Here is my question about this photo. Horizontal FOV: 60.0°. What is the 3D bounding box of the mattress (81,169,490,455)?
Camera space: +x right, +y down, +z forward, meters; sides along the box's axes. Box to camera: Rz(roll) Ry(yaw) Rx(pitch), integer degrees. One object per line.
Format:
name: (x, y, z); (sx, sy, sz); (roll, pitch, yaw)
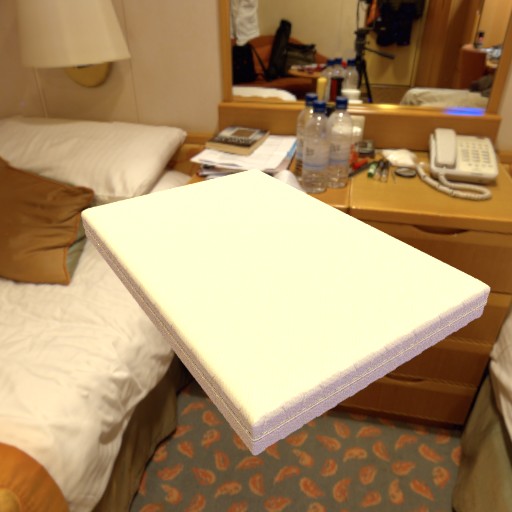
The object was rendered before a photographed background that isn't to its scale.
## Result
mattress: (0.000, 0.000, 2.544); (1.400, 0.200, 2.000); (-19, 36, -29)
